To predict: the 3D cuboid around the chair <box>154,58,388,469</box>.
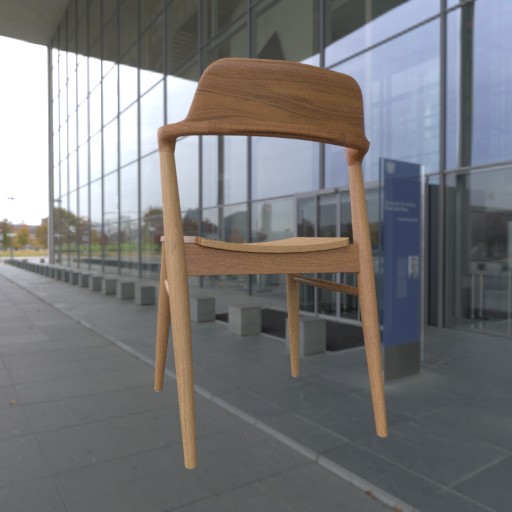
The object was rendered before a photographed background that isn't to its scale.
[{"bbox_3d":[0.000,0.000,1.129,0.512,0.792,0.499,0,1,-19],"label":"chair"}]
